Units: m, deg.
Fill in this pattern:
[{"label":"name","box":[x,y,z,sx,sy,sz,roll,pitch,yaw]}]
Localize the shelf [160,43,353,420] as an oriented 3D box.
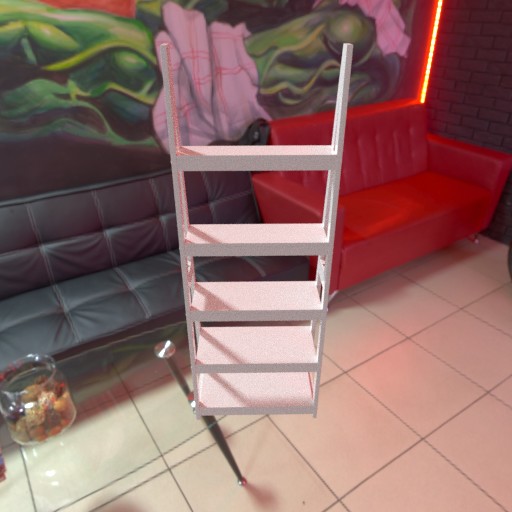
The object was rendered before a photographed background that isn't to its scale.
[{"label":"shelf","box":[0.000,0.000,2.034,0.636,1.779,0.341,0,30,-1]}]
